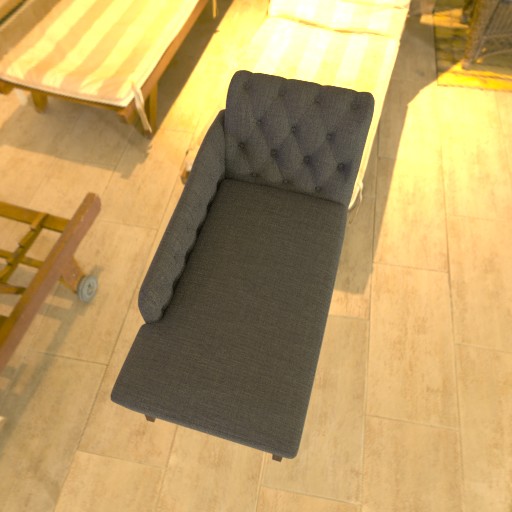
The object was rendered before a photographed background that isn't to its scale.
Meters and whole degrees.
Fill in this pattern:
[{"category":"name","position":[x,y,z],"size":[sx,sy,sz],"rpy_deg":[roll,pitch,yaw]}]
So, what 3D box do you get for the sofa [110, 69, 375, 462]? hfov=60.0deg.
[{"category":"sofa","position":[0.000,0.000,1.807],"size":[0.675,0.787,1.379],"rpy_deg":[14,59,9]}]
